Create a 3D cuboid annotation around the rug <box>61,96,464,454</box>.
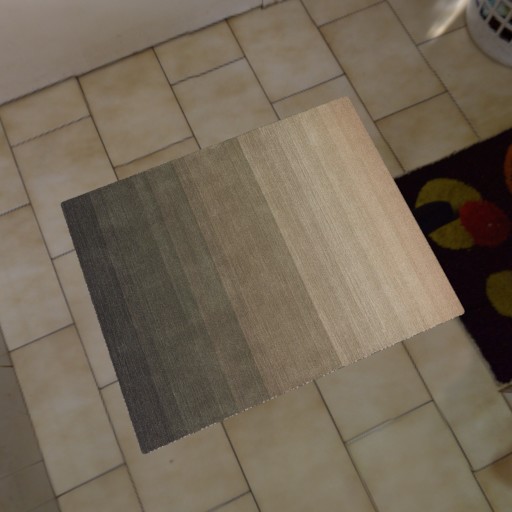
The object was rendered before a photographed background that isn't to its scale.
[{"bbox_3d":[0.000,0.000,3.896,2.902,0.017,2.305,-22,76,-6],"label":"rug"}]
